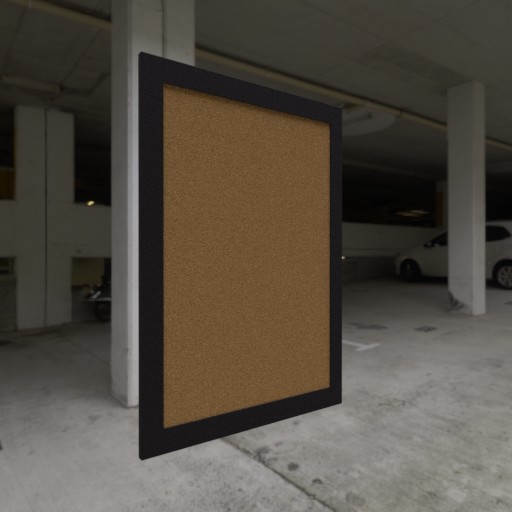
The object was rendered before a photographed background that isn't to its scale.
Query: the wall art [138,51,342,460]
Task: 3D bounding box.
[{"bbox_3d":[0.000,0.000,0.686,0.374,0.529,0.012,0,0,-36],"label":"wall art"}]
